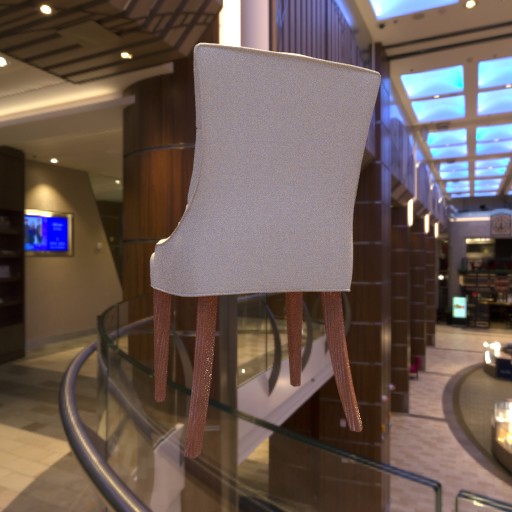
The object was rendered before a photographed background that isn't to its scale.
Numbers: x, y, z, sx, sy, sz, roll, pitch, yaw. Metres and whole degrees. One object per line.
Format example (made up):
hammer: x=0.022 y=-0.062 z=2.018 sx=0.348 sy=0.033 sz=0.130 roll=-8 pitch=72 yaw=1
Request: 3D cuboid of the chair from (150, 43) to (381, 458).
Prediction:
chair: x=0.000 y=0.000 z=1.197 sx=0.509 sy=0.874 sz=0.565 roll=0 pitch=0 yaw=-20
